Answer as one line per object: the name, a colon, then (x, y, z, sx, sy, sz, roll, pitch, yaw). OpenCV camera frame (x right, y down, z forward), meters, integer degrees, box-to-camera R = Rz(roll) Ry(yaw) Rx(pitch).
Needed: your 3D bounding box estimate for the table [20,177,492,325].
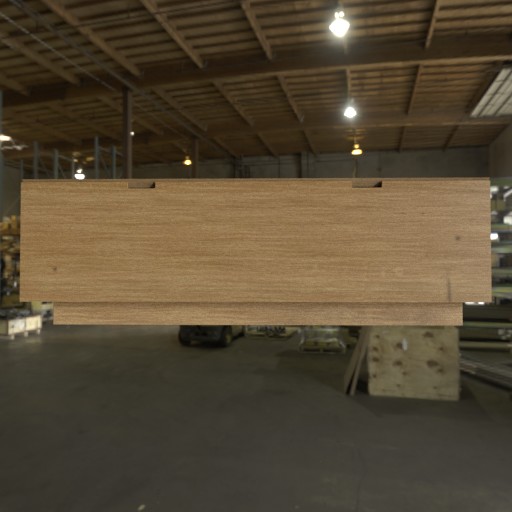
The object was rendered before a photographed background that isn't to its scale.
table: (0.000, 0.000, 1.383, 1.110, 0.353, 0.678, 0, -1, 1)
